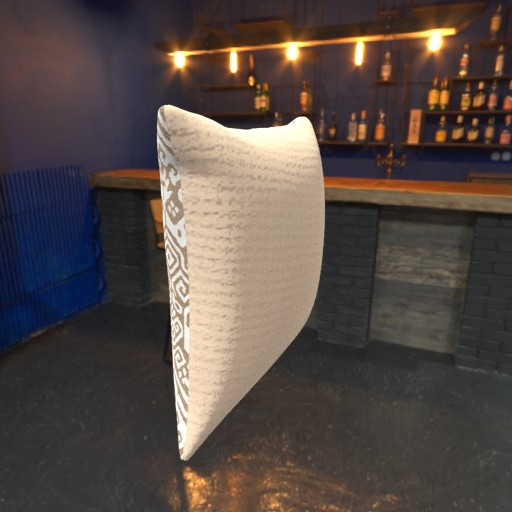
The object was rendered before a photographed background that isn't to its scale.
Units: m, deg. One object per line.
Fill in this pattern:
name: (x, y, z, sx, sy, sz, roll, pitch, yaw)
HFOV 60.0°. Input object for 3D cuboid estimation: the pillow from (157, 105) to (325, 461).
pillow: (0.000, 0.000, 0.661, 0.173, 0.407, 0.419, 7, 17, 24)
